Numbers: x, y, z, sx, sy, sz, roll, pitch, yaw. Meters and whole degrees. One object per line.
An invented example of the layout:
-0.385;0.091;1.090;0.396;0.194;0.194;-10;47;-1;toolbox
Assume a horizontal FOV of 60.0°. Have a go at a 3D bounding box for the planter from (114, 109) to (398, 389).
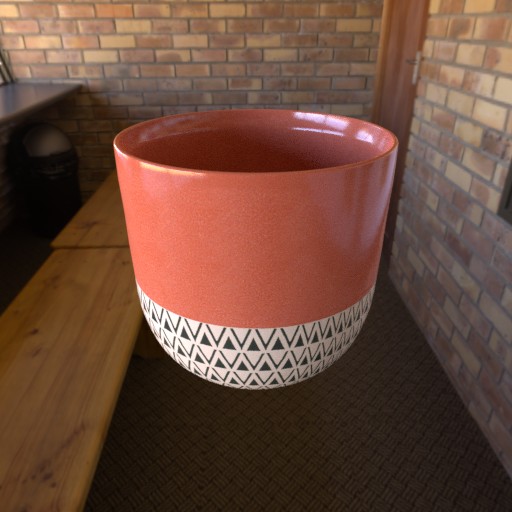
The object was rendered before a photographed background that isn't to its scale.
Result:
0.000;0.000;0.491;0.266;0.270;0.266;0;28;0;planter
